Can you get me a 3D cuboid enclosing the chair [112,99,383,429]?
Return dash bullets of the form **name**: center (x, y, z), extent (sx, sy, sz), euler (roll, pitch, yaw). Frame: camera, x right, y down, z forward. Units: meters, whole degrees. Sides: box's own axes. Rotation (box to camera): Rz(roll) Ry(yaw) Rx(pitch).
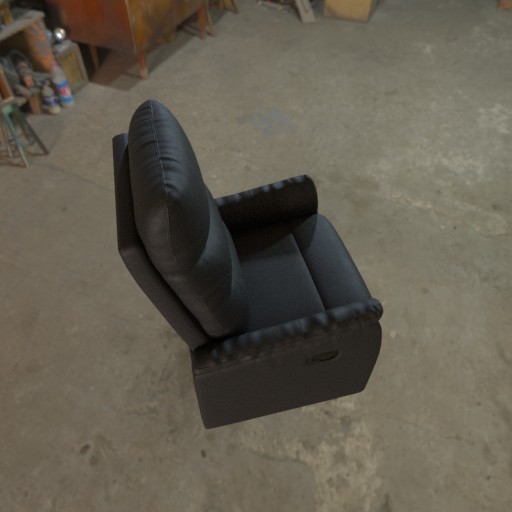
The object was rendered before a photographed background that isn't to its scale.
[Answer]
- **chair**: center (0.000, 0.000, 1.620), extent (0.831, 1.082, 0.775), euler (-10, 48, -10)
